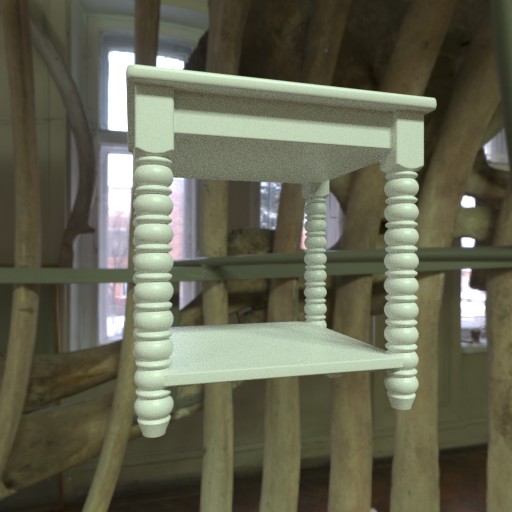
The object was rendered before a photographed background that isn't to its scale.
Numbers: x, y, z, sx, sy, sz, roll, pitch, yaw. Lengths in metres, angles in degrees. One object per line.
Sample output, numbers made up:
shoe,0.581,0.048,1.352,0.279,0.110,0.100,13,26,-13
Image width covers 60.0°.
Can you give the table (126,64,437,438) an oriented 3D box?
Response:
table,0.000,0.000,0.955,0.533,0.563,0.500,0,0,-16
